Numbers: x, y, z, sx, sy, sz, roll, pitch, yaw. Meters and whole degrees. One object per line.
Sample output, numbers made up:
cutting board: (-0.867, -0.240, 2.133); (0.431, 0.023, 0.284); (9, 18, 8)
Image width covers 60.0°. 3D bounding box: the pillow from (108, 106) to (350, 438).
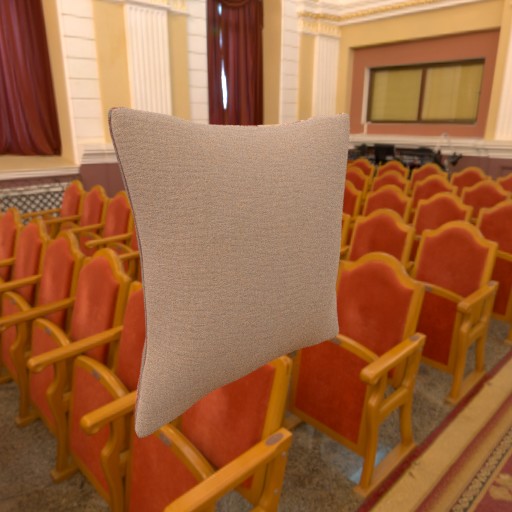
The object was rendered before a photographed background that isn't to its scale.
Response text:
pillow: (0.000, 0.000, 0.669); (0.437, 0.419, 0.136); (-15, 23, -41)
